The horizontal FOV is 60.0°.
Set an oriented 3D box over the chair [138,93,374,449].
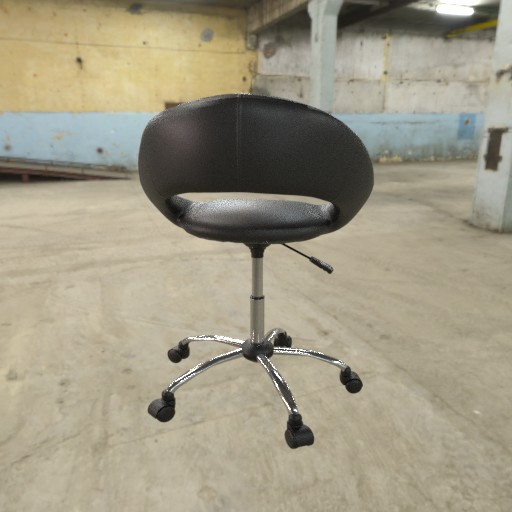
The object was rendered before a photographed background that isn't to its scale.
[{"bbox_3d":[0.000,0.000,1.195,0.612,0.791,0.538,2,16,8],"label":"chair"}]
